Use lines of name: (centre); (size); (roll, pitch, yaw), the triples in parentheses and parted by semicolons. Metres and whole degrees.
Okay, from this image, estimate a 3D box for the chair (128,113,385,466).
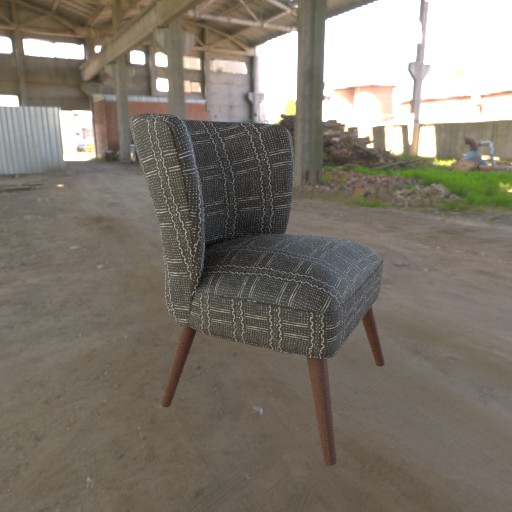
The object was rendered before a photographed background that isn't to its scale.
chair: (0.000, 0.000, 1.427); (0.758, 0.866, 0.710); (7, 16, 26)
